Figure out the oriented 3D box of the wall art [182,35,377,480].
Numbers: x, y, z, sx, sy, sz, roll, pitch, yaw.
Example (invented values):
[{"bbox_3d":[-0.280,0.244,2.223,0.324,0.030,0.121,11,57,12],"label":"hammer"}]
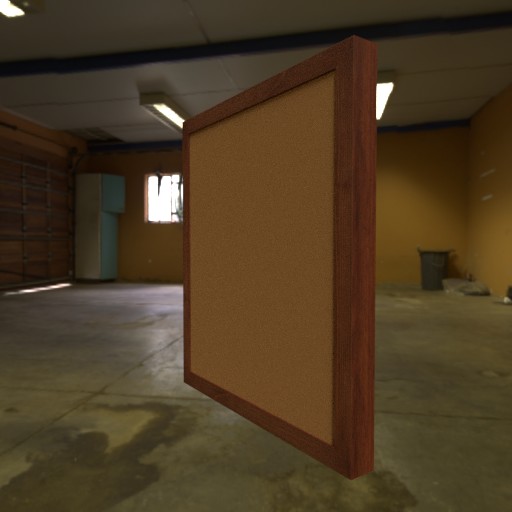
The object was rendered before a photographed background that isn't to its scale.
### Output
[{"bbox_3d":[0.000,0.000,0.523,0.030,0.381,0.330,-1,2,-35],"label":"wall art"}]
